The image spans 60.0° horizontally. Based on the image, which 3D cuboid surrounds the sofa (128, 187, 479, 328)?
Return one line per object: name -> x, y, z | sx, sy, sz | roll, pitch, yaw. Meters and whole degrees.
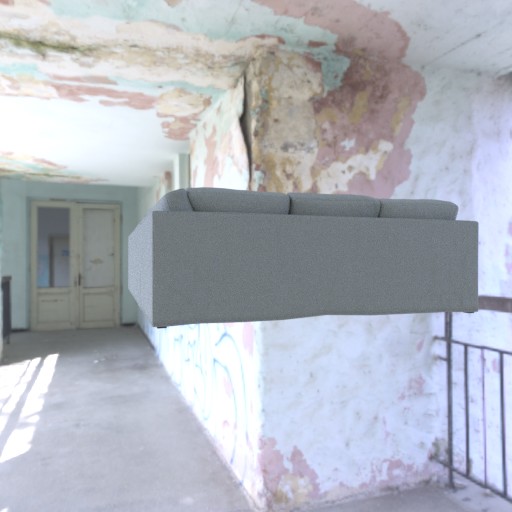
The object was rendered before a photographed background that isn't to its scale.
sofa -> 0.000, 0.000, 4.600 | 2.427, 0.882, 3.460 | 0, 0, -18
